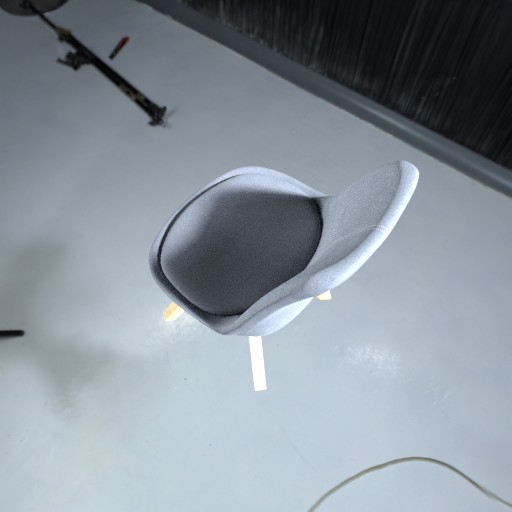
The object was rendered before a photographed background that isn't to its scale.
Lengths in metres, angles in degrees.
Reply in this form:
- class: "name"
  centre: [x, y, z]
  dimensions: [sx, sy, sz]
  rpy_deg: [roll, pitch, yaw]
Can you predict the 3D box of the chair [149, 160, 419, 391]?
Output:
- class: "chair"
  centre: [0.000, 0.000, 1.173]
  dimensions: [0.549, 0.863, 0.474]
  rpy_deg: [34, 68, 16]
